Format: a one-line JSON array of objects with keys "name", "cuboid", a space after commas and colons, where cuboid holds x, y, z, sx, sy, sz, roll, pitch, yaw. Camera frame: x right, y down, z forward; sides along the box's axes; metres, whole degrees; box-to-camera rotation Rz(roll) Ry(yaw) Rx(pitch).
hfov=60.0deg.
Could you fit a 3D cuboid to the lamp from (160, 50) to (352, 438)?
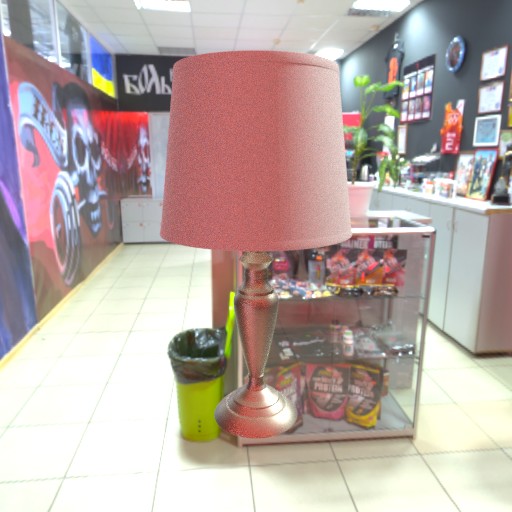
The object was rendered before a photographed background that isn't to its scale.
[{"name": "lamp", "cuboid": [0.000, 0.000, 0.783, 0.328, 0.619, 0.328, 0, 13, 0]}]
